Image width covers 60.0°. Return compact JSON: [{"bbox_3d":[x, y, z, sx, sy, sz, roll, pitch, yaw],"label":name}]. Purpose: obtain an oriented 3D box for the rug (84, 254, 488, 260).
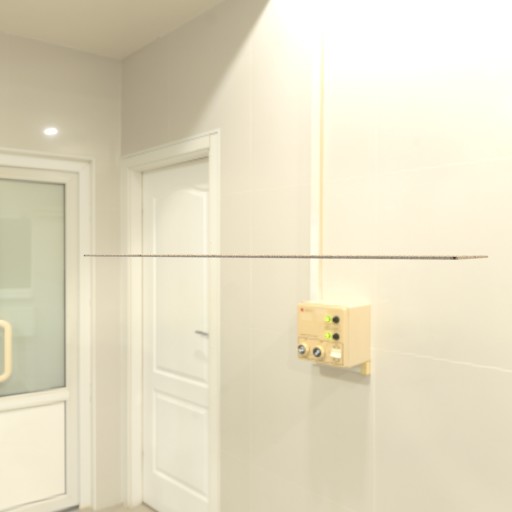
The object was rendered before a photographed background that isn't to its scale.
[{"bbox_3d":[0.000,0.000,2.713,2.438,0.012,0.762,0,1,36],"label":"rug"}]
